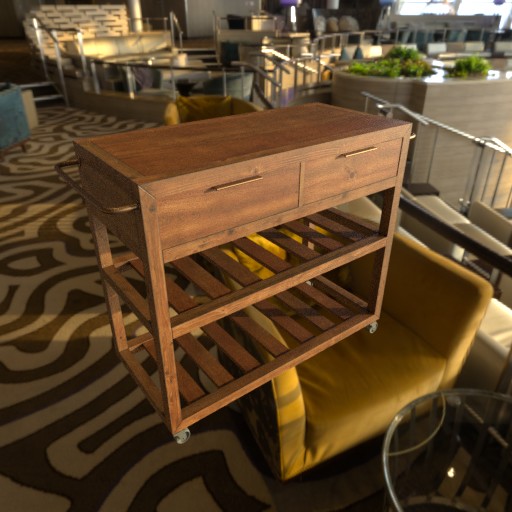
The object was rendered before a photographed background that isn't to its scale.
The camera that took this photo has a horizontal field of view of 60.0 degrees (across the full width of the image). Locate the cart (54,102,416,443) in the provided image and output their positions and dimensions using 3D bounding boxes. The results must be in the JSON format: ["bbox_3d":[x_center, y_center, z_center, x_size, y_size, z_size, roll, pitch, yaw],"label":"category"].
[{"bbox_3d":[0.000,0.000,1.492,1.065,0.830,0.445,-20,35,-31],"label":"cart"}]
